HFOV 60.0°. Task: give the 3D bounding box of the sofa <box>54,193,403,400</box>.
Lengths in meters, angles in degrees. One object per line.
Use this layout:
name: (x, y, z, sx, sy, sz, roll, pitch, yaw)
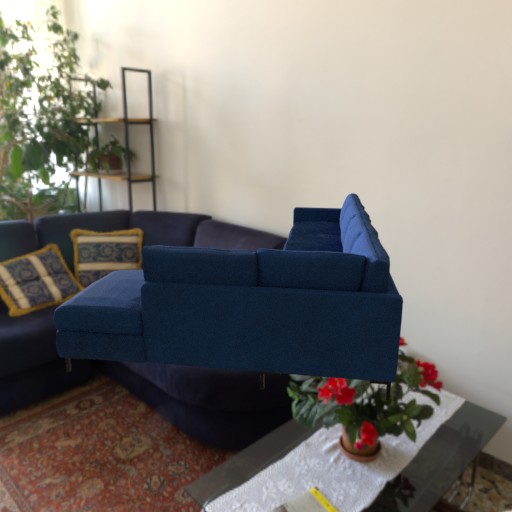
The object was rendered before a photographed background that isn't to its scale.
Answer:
sofa: (0.000, 0.000, 3.268, 1.707, 0.687, 2.486, 2, 16, 9)
